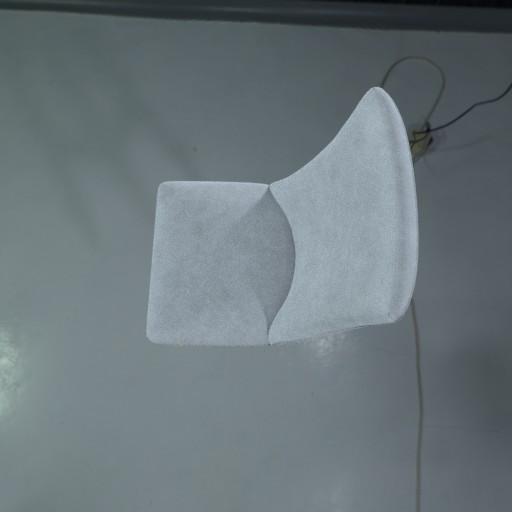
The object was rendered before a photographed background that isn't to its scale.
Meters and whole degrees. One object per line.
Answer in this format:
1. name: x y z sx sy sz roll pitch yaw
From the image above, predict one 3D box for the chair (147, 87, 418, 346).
1. chair: 0.000 0.000 1.253 0.610 0.902 0.495 1 75 0
